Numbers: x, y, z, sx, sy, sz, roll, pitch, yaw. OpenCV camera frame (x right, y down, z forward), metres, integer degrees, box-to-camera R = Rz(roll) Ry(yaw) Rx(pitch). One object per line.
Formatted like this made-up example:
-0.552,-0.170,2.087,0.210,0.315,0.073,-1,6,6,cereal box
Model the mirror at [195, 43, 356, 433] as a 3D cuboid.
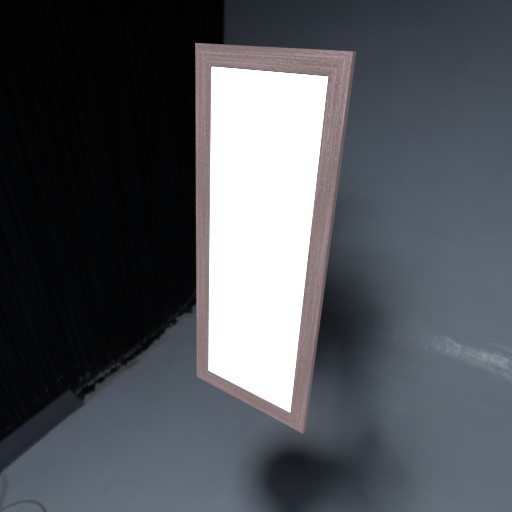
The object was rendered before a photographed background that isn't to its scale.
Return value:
0.000,0.000,2.371,0.812,2.020,0.221,18,34,29,mirror
